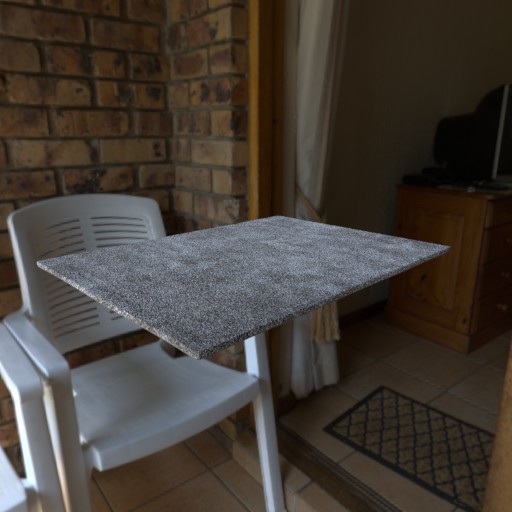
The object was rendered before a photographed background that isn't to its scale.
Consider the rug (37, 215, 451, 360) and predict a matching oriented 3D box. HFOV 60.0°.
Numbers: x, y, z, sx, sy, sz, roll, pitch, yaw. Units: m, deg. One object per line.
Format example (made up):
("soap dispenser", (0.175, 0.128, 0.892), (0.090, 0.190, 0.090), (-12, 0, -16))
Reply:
("rug", (0.000, 0.000, 2.126), (1.601, 0.025, 1.198), (-15, 22, -42))
